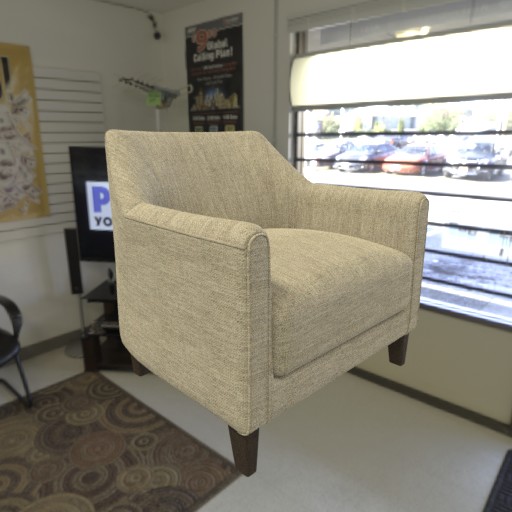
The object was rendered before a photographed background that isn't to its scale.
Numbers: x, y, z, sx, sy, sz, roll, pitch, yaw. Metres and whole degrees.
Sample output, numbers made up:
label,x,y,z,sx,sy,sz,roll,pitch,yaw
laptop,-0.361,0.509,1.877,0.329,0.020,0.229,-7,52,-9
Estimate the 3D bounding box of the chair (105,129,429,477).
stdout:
label,x,y,z,sx,sy,sz,roll,pitch,yaw
chair,0.000,0.000,1.385,0.796,0.761,0.758,-15,21,-43
